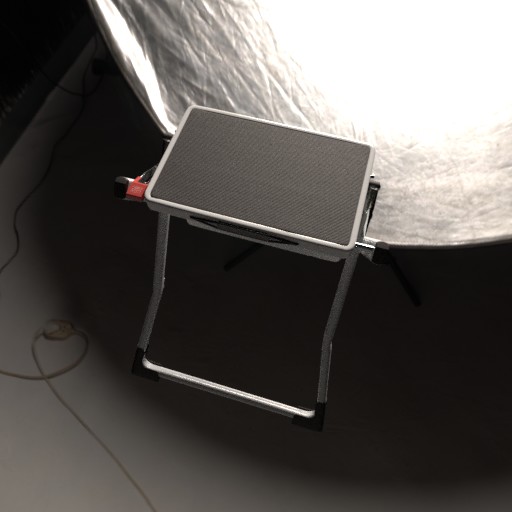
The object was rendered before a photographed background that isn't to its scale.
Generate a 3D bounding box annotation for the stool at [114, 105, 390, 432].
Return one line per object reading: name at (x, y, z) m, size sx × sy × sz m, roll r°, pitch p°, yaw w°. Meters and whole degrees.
stool at (0.000, 0.000, 0.851) m, size 0.485 × 0.445 × 0.490 m, roll 15°, pitch 63°, yaw 8°
